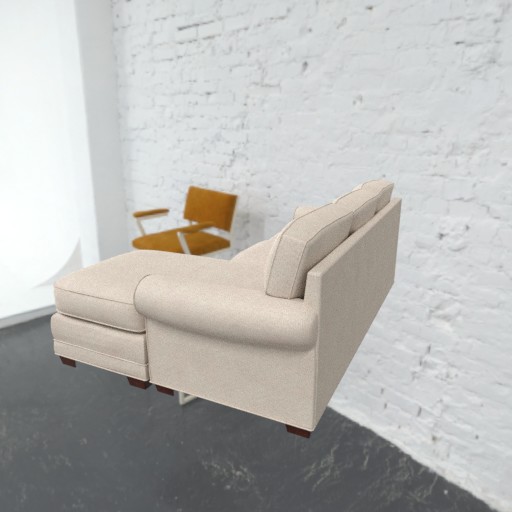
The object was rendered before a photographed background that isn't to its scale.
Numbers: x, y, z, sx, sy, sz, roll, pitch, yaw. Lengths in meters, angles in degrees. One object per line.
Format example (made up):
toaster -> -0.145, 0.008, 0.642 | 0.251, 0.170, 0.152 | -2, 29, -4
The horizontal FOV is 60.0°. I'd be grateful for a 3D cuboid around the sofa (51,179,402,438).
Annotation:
sofa -> 0.000, 0.000, 2.365 | 1.226, 0.734, 1.770 | 8, 18, 25
